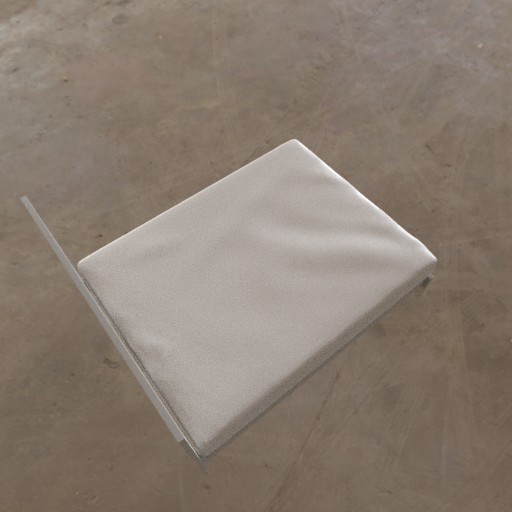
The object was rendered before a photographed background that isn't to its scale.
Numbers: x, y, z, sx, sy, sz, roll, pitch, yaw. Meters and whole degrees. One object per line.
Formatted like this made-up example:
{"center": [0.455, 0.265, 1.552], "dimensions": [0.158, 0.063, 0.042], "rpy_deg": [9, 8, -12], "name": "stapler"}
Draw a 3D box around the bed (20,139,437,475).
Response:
{"center": [0.000, 0.000, 3.076], "dimensions": [2.135, 1.253, 1.673], "rpy_deg": [-34, 64, -19], "name": "bed"}
